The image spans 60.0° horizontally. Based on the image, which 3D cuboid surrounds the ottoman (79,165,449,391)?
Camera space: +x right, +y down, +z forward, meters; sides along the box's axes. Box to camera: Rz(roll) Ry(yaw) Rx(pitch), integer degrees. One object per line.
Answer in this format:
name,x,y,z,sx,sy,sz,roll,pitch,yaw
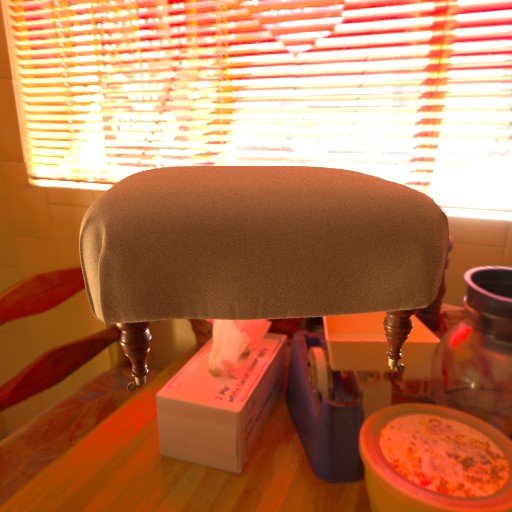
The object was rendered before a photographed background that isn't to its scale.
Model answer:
ottoman,0.000,0.000,1.139,0.746,0.450,0.622,-2,16,-7
